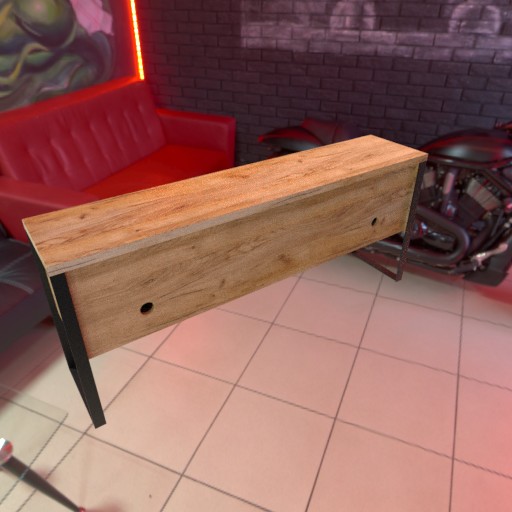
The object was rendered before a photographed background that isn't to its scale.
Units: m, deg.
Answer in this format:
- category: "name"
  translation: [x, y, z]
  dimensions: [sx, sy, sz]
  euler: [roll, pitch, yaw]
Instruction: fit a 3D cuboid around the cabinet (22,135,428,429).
- category: "cabinet"
  translation: [0.000, 0.000, 2.107]
  dimensions: [1.800, 0.762, 0.395]
  euler: [-20, 37, -29]
